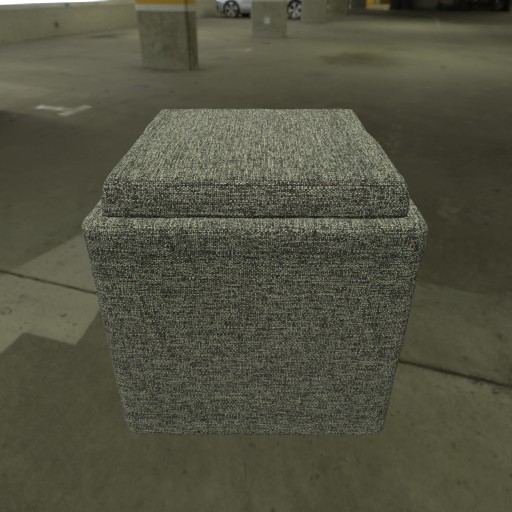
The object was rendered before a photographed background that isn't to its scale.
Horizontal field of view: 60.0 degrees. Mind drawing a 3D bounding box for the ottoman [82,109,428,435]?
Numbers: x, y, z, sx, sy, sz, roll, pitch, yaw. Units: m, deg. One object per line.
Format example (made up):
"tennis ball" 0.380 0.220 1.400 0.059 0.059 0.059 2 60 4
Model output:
"ottoman" 0.000 0.000 0.827 0.450 0.463 0.450 0 31 0
